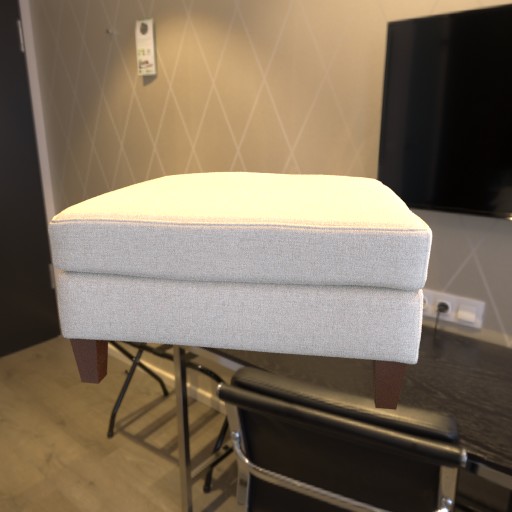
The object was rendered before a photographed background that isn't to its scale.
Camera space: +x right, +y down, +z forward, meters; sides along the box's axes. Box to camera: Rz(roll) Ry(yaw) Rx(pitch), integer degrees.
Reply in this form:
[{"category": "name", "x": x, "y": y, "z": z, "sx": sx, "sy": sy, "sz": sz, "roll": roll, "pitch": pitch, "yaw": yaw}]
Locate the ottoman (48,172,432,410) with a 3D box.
[{"category": "ottoman", "x": 0.000, "y": 0.000, "z": 1.356, "sx": 0.838, "sy": 0.478, "sz": 0.838, "roll": 2, "pitch": 16, "yaw": 8}]
